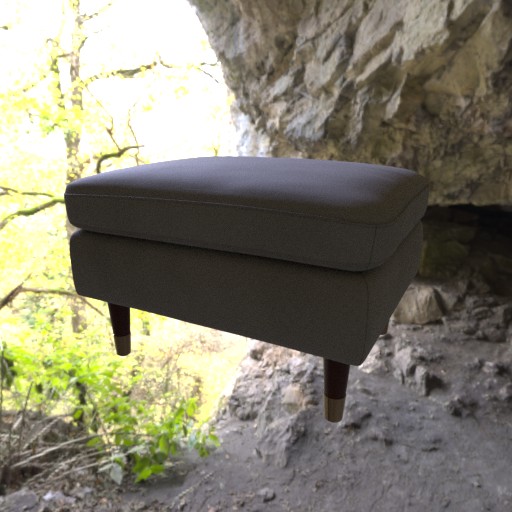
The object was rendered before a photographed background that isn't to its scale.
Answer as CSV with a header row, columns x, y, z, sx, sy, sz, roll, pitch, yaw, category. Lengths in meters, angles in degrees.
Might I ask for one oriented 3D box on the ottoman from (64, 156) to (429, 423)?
x,y,z,sx,sy,sz,roll,pitch,yaw,category
0.000,0.000,1.112,0.747,0.478,0.593,9,19,26,ottoman
